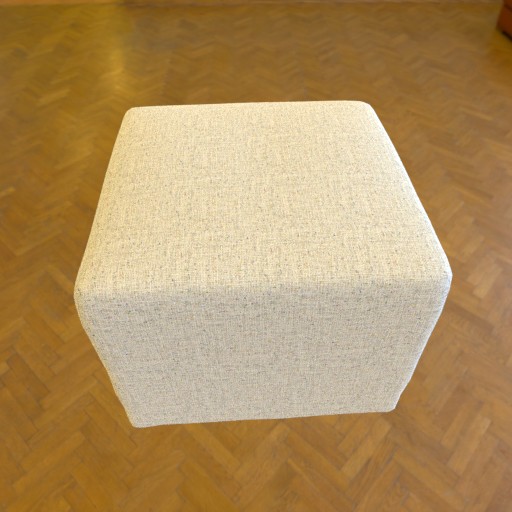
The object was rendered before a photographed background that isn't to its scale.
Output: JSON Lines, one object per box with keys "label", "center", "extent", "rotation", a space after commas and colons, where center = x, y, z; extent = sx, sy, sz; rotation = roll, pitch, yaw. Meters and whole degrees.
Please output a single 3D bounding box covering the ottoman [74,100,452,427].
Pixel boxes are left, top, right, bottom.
{"label": "ottoman", "center": [0.000, 0.000, 0.885], "extent": [0.521, 0.453, 0.512], "rotation": [-3, 46, -2]}
